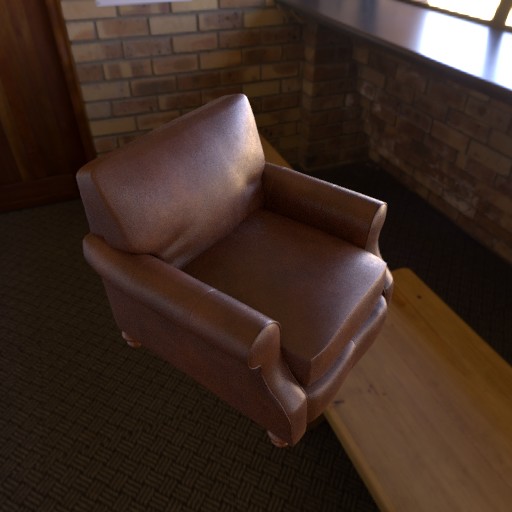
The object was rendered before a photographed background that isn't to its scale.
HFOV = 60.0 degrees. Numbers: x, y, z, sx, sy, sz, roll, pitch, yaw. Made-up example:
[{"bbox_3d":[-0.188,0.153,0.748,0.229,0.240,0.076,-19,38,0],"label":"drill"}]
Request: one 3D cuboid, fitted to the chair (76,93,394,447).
[{"bbox_3d":[0.000,0.000,1.770,0.992,0.972,0.989,25,45,28],"label":"chair"}]
